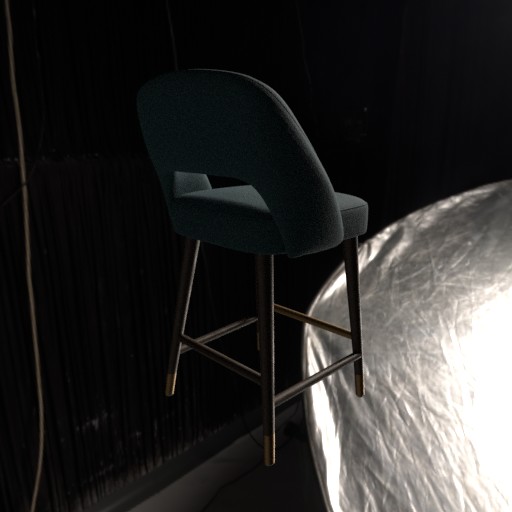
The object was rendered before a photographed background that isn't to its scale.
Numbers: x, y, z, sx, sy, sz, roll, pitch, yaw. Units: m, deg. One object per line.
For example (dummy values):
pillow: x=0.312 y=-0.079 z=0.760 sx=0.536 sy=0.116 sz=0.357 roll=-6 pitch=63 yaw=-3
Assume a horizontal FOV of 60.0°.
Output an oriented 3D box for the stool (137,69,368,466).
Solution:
stool: x=0.000 y=0.000 z=1.260 sx=0.536 sy=0.939 sz=0.522 roll=15 pitch=22 yaw=43
